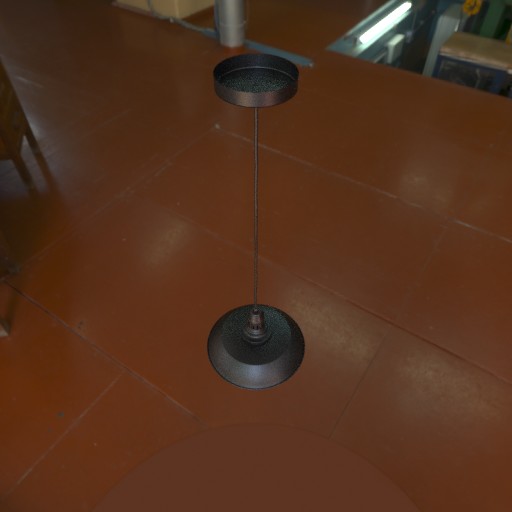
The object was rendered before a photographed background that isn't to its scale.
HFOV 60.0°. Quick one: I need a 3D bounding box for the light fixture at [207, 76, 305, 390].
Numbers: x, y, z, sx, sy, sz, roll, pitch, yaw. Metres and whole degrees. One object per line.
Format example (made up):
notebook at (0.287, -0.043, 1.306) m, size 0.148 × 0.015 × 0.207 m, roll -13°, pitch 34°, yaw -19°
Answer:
light fixture at (0.000, 0.000, 1.172) m, size 0.331 × 0.993 × 0.331 m, roll -16°, pitch 50°, yaw -14°
